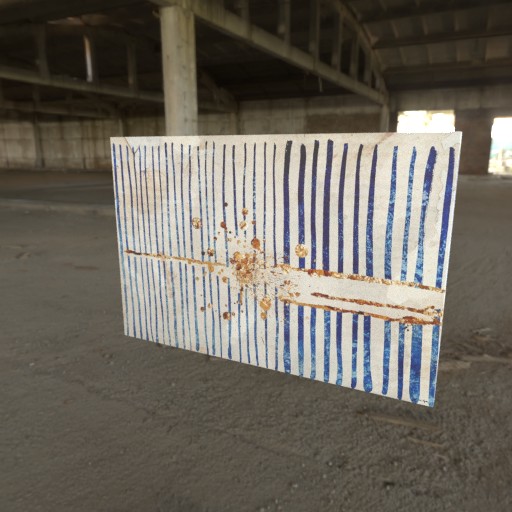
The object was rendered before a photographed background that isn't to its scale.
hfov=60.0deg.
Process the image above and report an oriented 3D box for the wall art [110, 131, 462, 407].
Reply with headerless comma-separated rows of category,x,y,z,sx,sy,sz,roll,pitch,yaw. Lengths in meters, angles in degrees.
wall art,0.000,0.000,1.437,1.143,0.757,0.038,7,15,26
